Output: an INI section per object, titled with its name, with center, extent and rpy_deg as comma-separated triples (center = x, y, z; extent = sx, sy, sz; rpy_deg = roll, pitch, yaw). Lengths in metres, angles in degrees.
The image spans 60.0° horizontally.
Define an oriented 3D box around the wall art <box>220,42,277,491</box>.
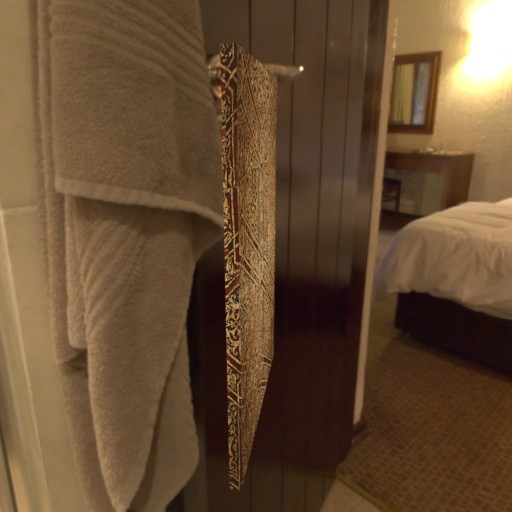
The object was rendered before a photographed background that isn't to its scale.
[wall art]
center = 0.000, 0.000, 0.751
extent = 0.020, 0.599, 0.397
rpy_deg = 3, 17, 9
